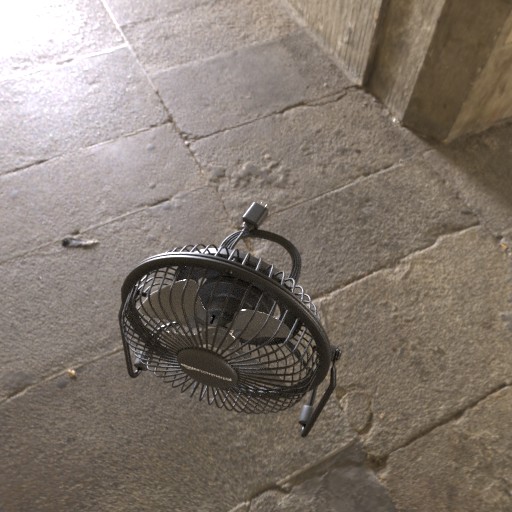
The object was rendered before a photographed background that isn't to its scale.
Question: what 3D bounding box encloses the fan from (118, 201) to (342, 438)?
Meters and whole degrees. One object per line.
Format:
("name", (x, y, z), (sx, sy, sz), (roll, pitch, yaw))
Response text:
("fan", (0.000, 0.000, 0.319), (0.153, 0.152, 0.202), (16, 60, 10))
